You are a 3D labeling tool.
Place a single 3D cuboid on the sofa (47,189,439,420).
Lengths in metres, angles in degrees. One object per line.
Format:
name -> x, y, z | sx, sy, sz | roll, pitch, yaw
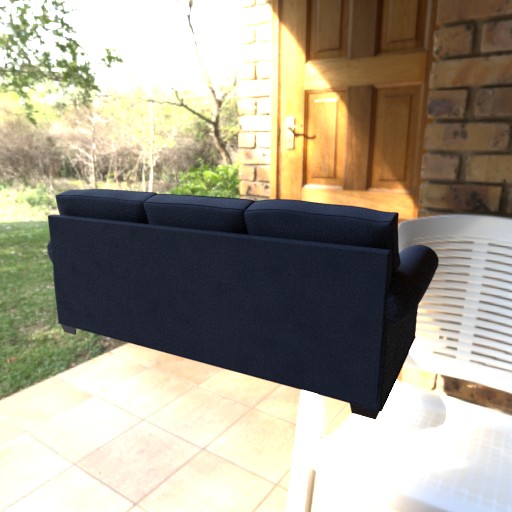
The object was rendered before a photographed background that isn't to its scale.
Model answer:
sofa -> 0.000, 0.000, 3.374 | 2.567, 1.063, 1.780 | 7, 16, 27
